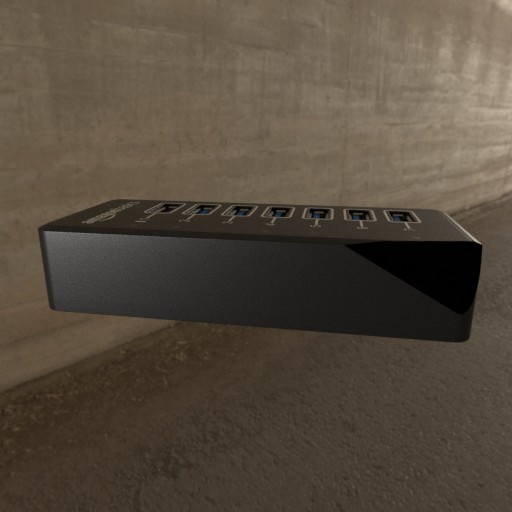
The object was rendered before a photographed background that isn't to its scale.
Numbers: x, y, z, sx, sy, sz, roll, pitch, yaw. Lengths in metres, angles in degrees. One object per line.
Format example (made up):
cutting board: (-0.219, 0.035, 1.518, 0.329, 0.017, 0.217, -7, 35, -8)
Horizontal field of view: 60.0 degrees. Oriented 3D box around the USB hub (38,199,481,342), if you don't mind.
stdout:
USB hub: (0.000, 0.000, 0.128, 0.110, 0.023, 0.044, 3, 17, 10)
